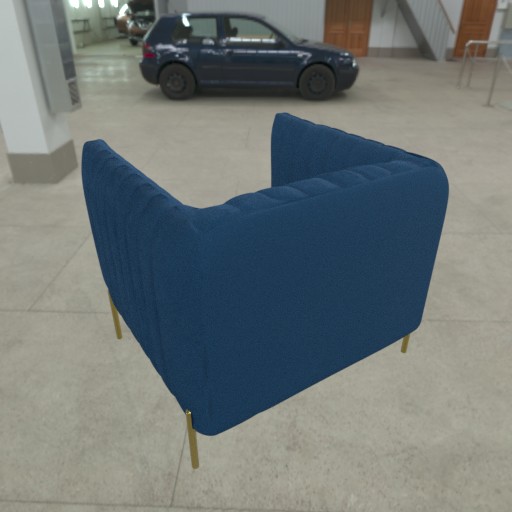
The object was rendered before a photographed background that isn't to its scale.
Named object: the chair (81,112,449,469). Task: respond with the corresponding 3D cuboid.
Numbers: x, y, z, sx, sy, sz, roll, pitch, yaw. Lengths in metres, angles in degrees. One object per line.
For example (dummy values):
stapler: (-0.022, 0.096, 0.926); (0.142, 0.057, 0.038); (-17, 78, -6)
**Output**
chair: (0.000, 0.000, 1.586); (0.947, 0.793, 0.877); (-18, 34, -28)
